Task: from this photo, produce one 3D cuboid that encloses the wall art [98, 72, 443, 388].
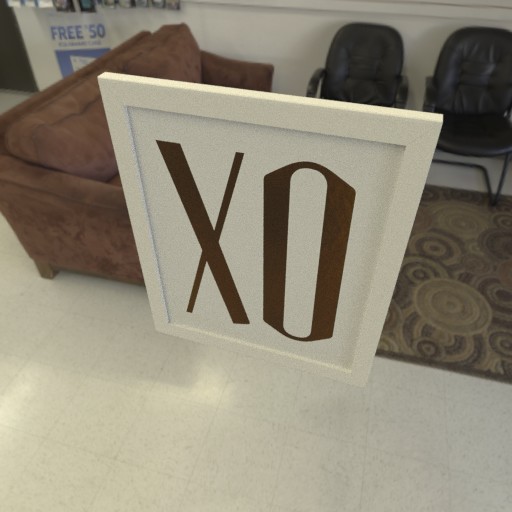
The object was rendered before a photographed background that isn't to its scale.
[{"bbox_3d":[0.000,0.000,0.728,0.444,0.536,0.020,12,43,14],"label":"wall art"}]
